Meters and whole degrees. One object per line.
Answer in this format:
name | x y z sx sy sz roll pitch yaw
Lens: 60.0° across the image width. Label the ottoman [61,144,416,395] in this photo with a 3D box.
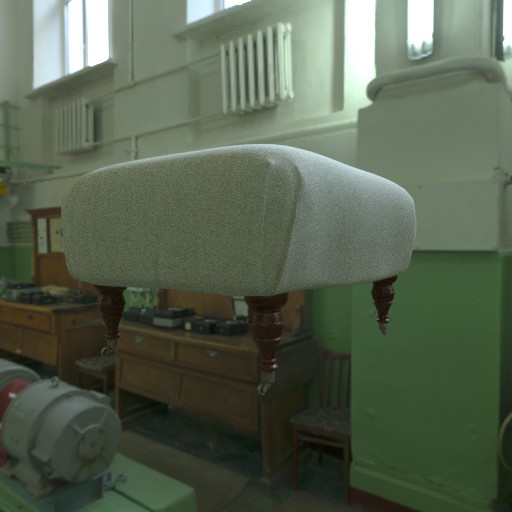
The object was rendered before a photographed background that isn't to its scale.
ottoman | 0.000 0.000 1.119 0.622 0.450 0.747 1 2 36
